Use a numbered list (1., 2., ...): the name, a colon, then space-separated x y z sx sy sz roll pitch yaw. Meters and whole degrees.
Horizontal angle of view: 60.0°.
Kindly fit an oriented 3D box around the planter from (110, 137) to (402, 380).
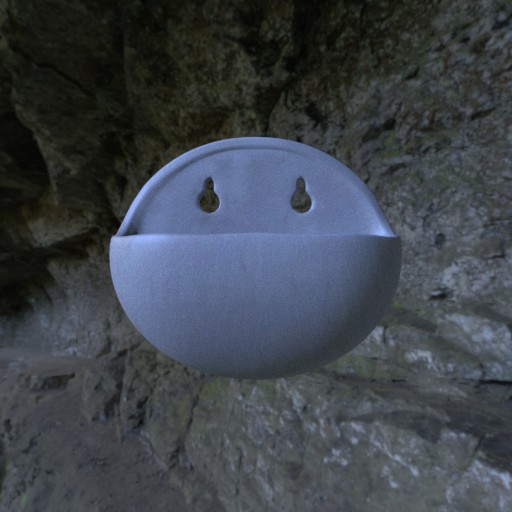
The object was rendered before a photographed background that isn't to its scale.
1. planter: 0.000 0.000 0.273 0.190 0.164 0.073 0 -1 0
